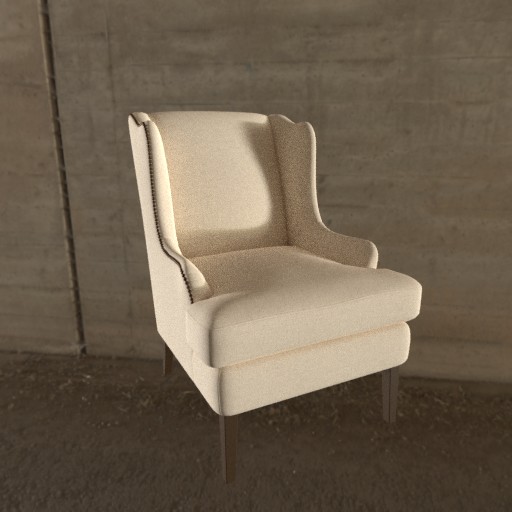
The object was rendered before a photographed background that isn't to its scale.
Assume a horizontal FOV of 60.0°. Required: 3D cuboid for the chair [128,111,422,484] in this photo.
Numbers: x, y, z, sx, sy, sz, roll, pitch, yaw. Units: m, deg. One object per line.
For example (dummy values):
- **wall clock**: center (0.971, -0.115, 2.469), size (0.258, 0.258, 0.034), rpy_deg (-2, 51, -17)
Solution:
- **chair**: center (0.000, 0.000, 1.615), size (0.737, 1.029, 0.940), rpy_deg (-8, 18, -25)
